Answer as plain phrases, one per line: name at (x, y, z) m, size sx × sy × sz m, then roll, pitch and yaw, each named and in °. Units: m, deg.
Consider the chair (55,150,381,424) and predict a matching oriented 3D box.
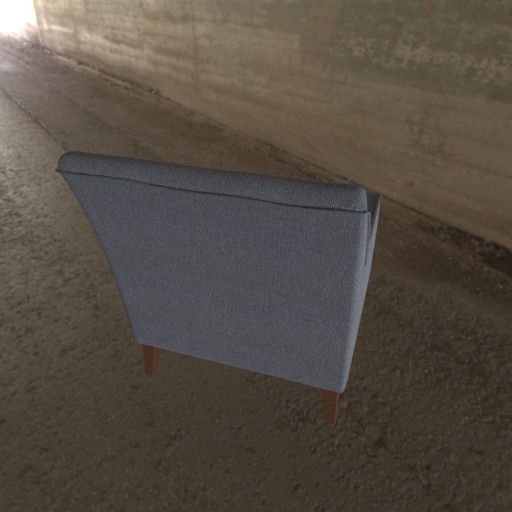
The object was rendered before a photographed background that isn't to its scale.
chair at (0.000, 0.000, 1.569) m, size 0.780 × 0.919 × 0.899 m, roll 10°, pitch 32°, yaw 16°
